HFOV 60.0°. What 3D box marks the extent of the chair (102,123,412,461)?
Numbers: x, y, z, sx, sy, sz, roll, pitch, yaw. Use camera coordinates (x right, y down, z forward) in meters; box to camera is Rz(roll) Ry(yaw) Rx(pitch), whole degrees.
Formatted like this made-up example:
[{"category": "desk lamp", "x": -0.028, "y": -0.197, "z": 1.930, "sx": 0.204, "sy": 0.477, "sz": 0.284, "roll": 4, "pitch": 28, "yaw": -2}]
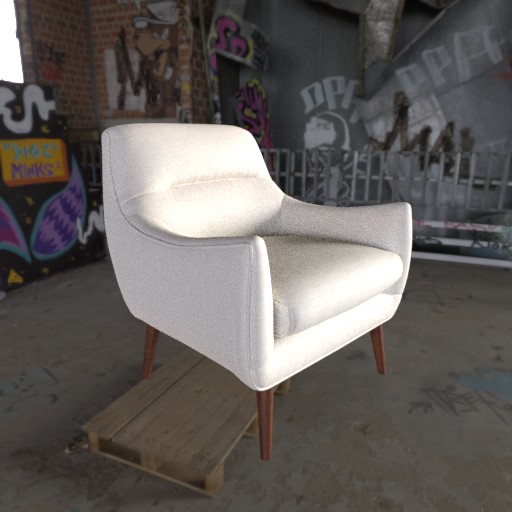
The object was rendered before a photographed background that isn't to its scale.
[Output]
[{"category": "chair", "x": 0.000, "y": 0.000, "z": 1.446, "sx": 0.787, "sy": 0.838, "sz": 0.762, "roll": 14, "pitch": 21, "yaw": 43}]
